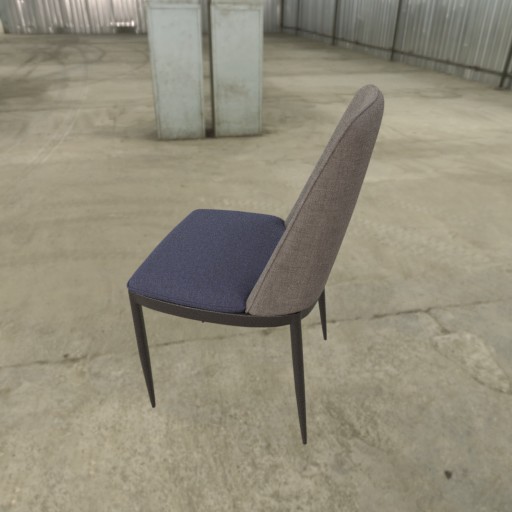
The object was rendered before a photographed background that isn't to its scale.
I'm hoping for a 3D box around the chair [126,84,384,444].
[{"bbox_3d":[0.000,0.000,1.180,0.550,0.855,0.488,8,31,13],"label":"chair"}]
